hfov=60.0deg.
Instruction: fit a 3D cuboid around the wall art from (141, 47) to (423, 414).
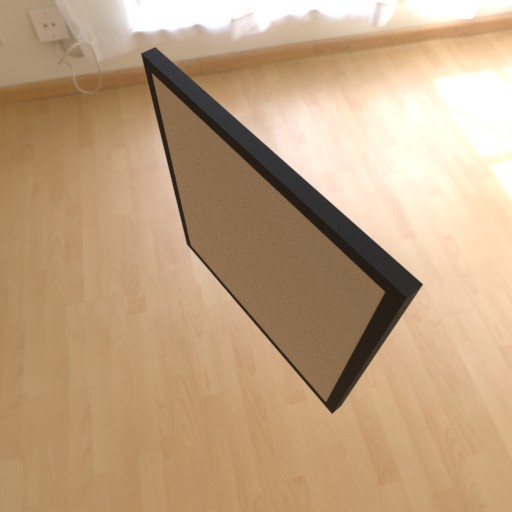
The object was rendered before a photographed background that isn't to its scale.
[{"bbox_3d":[0.000,0.000,0.458,0.015,0.304,0.306,-34,64,-19],"label":"wall art"}]
